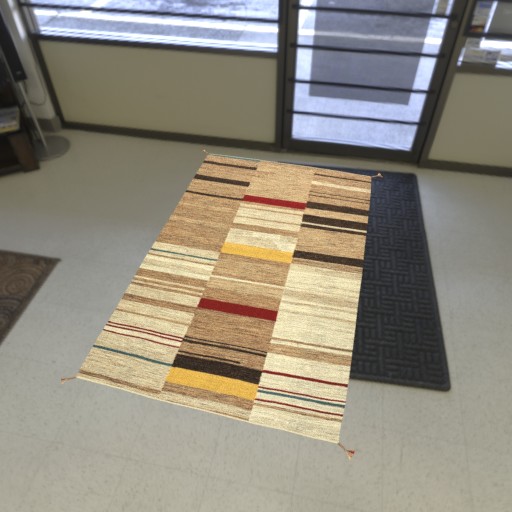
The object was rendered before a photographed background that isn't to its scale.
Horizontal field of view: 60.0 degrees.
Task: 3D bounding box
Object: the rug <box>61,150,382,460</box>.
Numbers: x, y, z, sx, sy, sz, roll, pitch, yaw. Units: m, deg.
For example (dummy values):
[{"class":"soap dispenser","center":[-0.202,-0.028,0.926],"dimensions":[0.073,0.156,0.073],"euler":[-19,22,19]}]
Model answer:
[{"class":"rug","center":[0.000,0.000,2.428],"dimensions":[1.268,0.007,1.918],"euler":[10,47,10]}]
